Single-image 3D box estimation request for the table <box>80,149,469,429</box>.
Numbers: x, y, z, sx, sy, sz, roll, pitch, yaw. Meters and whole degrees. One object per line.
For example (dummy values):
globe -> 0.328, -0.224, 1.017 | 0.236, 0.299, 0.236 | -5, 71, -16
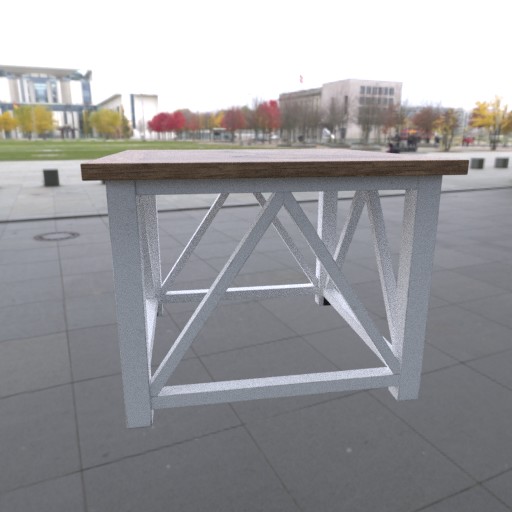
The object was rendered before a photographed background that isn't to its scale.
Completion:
table -> 0.000, 0.000, 1.182 | 0.700, 0.532, 0.700 | -3, 15, -9
